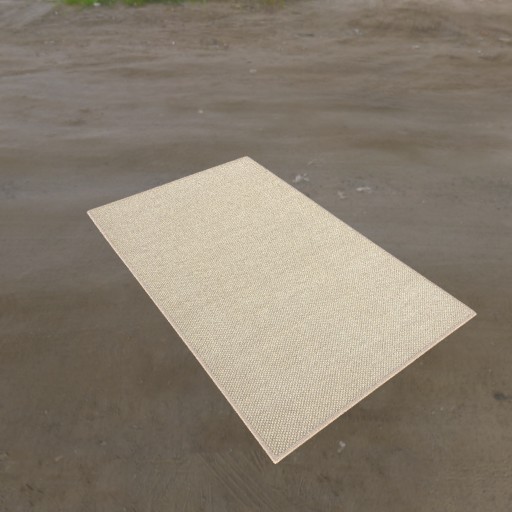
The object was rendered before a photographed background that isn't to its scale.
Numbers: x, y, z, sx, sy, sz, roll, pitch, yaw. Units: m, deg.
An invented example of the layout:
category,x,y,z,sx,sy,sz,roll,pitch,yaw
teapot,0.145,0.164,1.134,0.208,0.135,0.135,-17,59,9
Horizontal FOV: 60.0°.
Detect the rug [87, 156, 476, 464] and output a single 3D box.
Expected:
category,x,y,z,sx,sy,sz,roll,pitch,yaw
rug,0.000,0.000,2.125,1.067,0.013,1.676,-25,47,-26
